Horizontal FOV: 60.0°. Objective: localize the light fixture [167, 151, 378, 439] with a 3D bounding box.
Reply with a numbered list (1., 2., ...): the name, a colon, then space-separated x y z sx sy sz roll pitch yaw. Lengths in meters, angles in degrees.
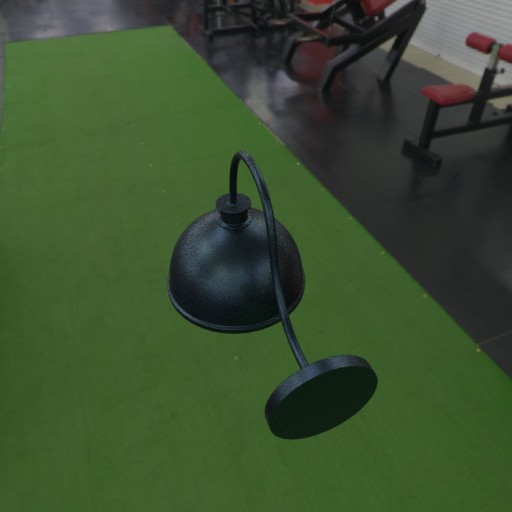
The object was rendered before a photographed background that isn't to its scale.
1. light fixture: 0.000 0.000 0.649 0.253 0.295 0.467 -13 43 -15
